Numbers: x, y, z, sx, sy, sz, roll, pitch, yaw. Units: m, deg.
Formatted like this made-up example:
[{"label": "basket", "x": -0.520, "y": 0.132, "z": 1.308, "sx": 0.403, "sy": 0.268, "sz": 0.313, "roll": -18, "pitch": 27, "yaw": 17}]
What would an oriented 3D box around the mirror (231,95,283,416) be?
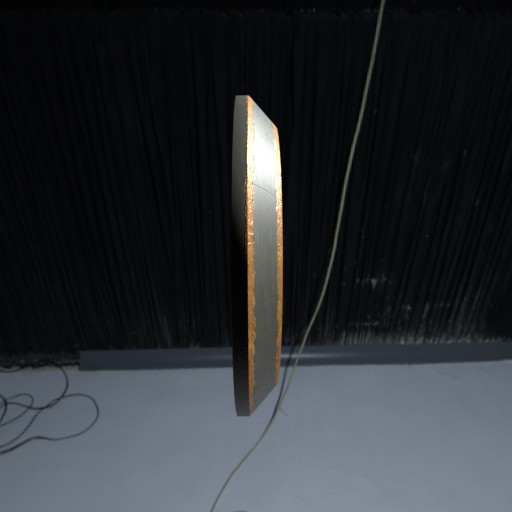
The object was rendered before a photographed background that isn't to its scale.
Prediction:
[{"label": "mirror", "x": 0.000, "y": 0.000, "z": 1.333, "sx": 0.111, "sy": 0.907, "sz": 0.907, "roll": 0, "pitch": 32, "yaw": 0}]
